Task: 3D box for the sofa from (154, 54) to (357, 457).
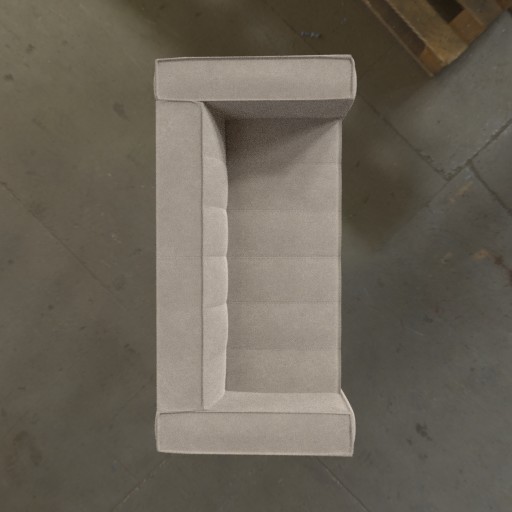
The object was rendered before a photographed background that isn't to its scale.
[{"bbox_3d":[0.000,0.000,2.505,1.038,0.680,1.995,0,91,1],"label":"sofa"}]
